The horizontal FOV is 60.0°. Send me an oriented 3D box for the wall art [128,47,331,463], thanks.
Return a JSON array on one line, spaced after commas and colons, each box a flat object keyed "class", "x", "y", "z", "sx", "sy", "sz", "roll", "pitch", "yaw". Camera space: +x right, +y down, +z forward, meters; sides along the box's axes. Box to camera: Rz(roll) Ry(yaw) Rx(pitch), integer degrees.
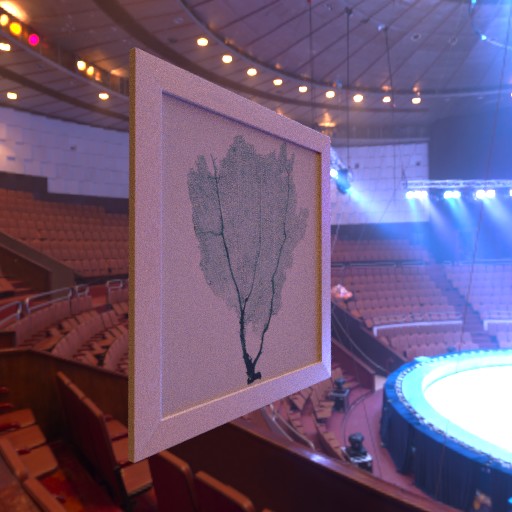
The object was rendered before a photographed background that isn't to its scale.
[{"class": "wall art", "x": 0.000, "y": 0.000, "z": 0.845, "sx": 0.015, "sy": 0.577, "sz": 0.572, "roll": 0, "pitch": -1, "yaw": 38}]
